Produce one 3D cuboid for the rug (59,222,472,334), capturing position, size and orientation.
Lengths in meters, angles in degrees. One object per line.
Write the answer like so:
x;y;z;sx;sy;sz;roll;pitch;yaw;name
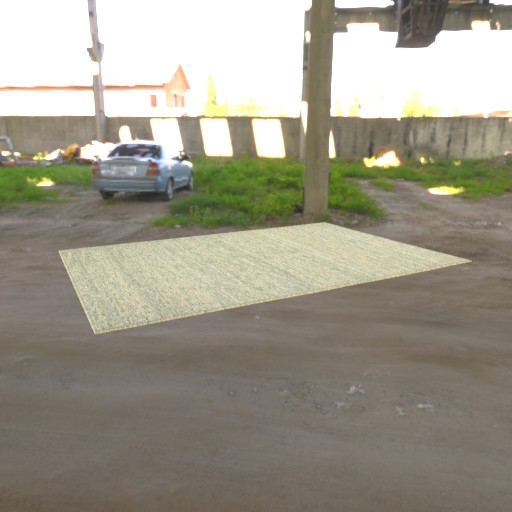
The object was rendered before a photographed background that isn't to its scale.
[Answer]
0.000;0.000;2.385;1.850;0.015;1.250;-8;17;-27;rug
